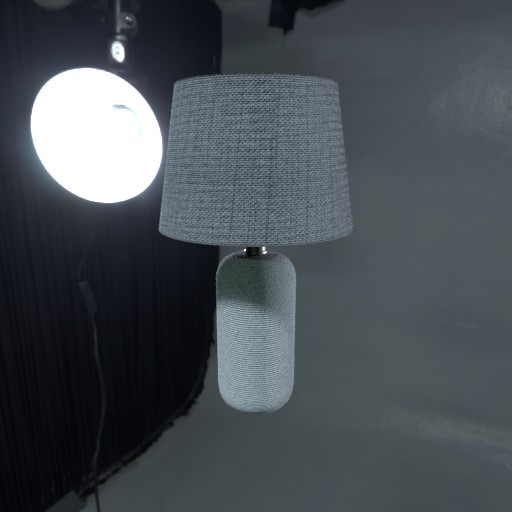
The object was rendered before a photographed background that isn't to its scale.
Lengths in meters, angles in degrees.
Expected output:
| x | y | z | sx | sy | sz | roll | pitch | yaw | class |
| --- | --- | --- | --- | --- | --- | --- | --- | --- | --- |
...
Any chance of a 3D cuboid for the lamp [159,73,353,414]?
| x | y | z | sx | sy | sz | roll | pitch | yaw | class |
| --- | --- | --- | --- | --- | --- | --- | --- | --- | --- |
| 0.000 | 0.000 | 0.595 | 0.251 | 0.429 | 0.251 | 0 | 14 | 0 | lamp |
